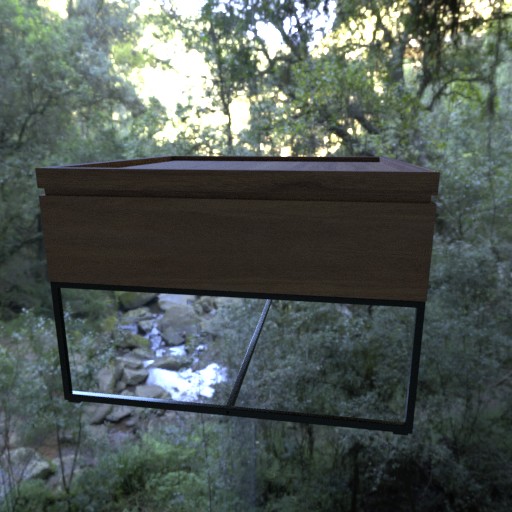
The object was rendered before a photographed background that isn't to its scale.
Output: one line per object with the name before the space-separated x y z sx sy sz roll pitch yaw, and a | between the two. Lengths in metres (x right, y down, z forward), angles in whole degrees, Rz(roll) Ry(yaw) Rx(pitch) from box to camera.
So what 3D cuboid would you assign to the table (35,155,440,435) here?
table | 0.000 0.000 1.106 0.676 0.464 0.679 2 15 9
